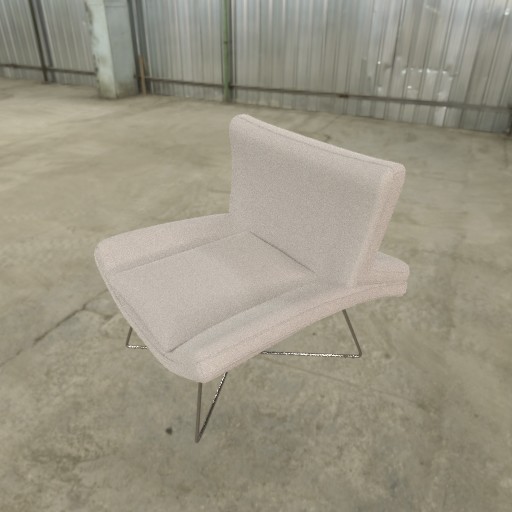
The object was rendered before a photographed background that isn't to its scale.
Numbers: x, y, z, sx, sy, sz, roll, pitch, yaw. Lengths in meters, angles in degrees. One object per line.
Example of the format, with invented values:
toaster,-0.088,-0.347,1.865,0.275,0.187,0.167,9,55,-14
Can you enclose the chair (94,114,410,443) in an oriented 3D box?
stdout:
chair,0.000,0.000,1.701,1.008,0.855,0.859,-21,36,-31
